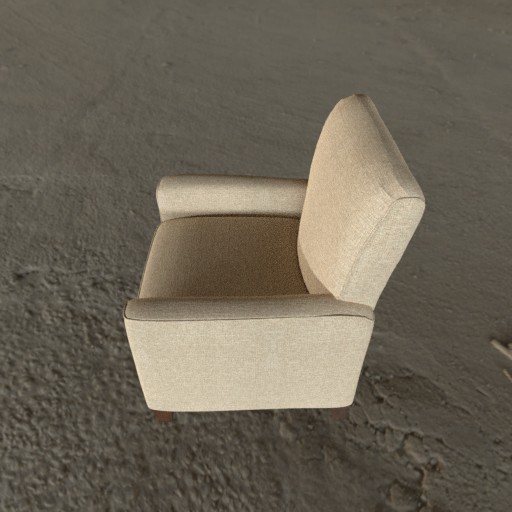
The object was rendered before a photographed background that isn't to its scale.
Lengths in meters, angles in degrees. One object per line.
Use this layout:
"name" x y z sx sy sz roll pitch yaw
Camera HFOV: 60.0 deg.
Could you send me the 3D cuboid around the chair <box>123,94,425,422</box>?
"chair" 0.000 0.000 1.655 0.858 1.028 0.841 -1 41 -1
